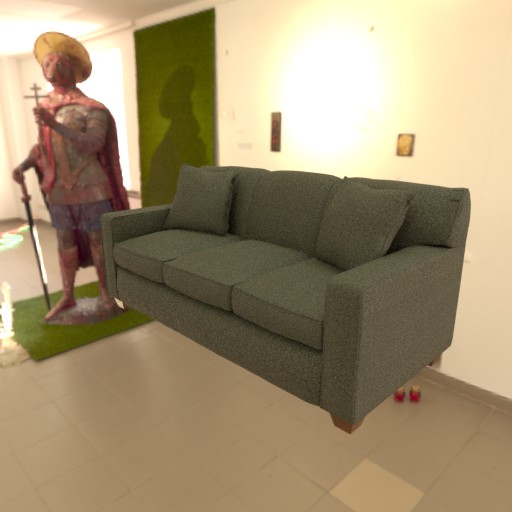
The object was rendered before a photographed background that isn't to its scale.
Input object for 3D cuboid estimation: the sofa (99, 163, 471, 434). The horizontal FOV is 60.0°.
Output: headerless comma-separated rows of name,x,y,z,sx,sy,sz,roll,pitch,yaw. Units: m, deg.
sofa,0.000,0.000,2.595,2.024,0.958,0.997,16,23,43
